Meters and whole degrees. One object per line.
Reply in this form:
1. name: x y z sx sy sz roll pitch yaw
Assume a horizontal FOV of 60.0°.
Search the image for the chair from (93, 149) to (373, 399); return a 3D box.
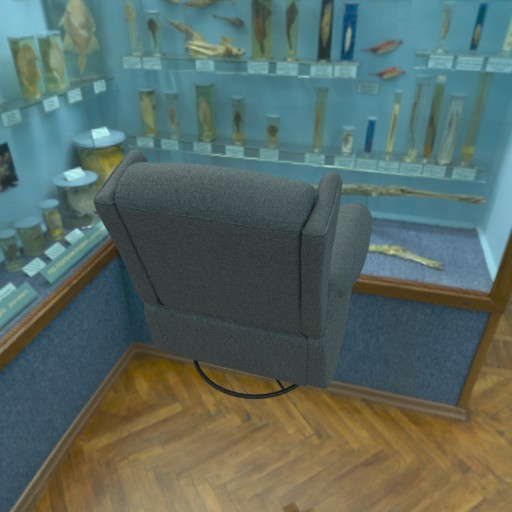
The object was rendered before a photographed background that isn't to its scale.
1. chair: 0.000 0.000 1.767 0.847 1.011 0.969 10 34 15
